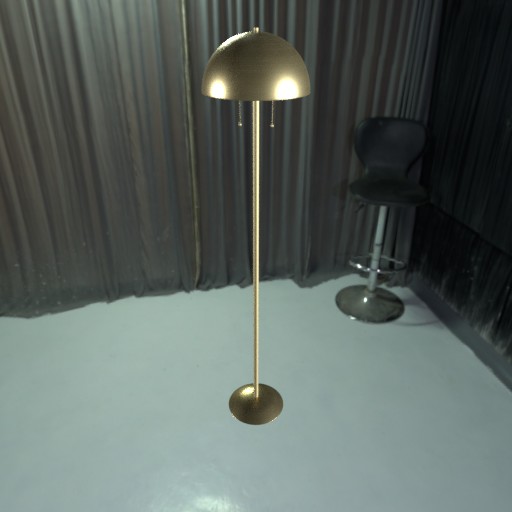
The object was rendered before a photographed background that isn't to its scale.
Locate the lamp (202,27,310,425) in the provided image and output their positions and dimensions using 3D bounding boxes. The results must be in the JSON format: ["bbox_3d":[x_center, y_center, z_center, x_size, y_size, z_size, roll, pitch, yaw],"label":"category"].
[{"bbox_3d":[0.000,0.000,1.616,0.328,1.480,0.328,-8,29,-15],"label":"lamp"}]
